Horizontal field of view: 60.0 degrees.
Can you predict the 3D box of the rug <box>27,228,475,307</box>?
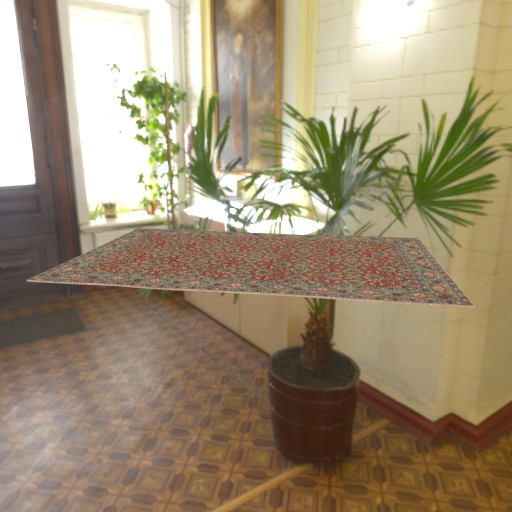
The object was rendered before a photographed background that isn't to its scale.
[{"bbox_3d":[0.000,0.000,3.097,2.439,0.011,1.533,3,15,9],"label":"rug"}]
